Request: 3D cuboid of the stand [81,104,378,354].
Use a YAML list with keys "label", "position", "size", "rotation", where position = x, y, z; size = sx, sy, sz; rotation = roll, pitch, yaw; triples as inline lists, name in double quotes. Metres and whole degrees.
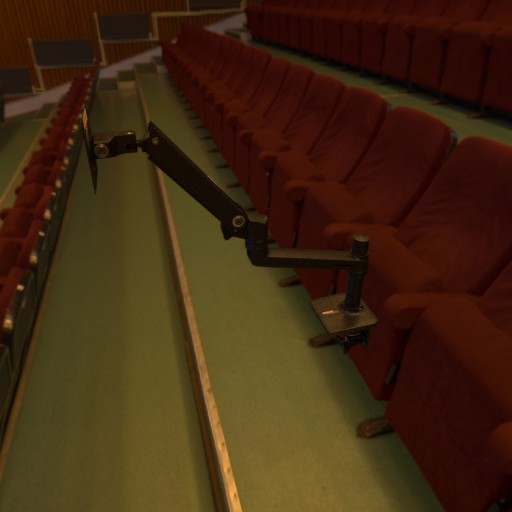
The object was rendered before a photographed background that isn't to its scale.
- label: "stand"
  position: [0.000, 0.000, 1.058]
  size: [0.650, 0.713, 0.152]
  rotation: [-8, 32, -13]
